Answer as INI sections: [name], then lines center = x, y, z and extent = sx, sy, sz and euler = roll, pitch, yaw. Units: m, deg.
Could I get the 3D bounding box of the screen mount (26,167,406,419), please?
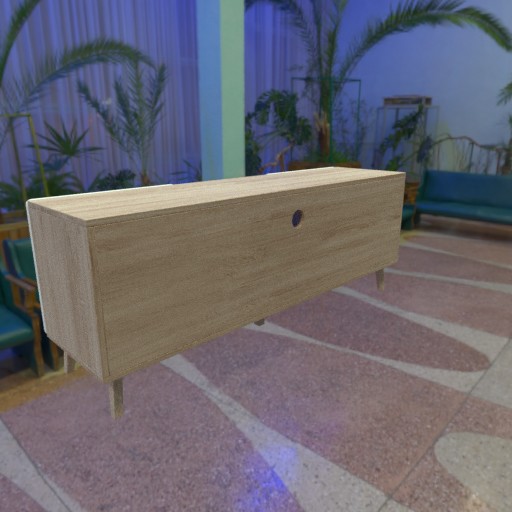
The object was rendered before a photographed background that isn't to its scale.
[screen mount]
center = 0.000, 0.000, 1.736
extent = 1.500, 0.570, 0.420
euler = -16, 23, -42
